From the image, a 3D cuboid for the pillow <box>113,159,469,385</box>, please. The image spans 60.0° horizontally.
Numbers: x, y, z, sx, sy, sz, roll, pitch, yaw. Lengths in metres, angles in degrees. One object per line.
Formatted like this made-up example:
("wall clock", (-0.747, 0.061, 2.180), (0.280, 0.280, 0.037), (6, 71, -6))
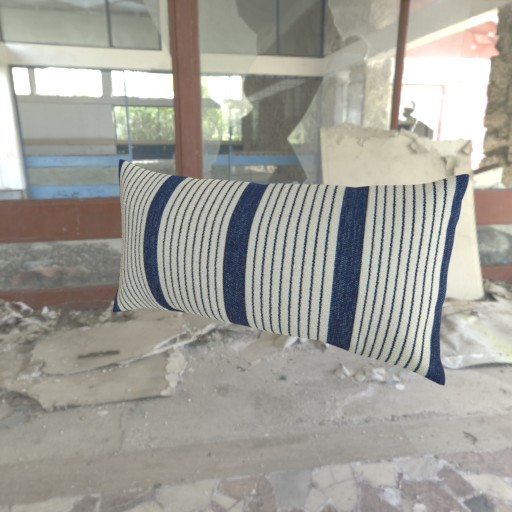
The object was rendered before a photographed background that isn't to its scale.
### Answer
("pillow", (0.000, 0.000, 0.727), (0.608, 0.292, 0.156), (8, 17, 25))
